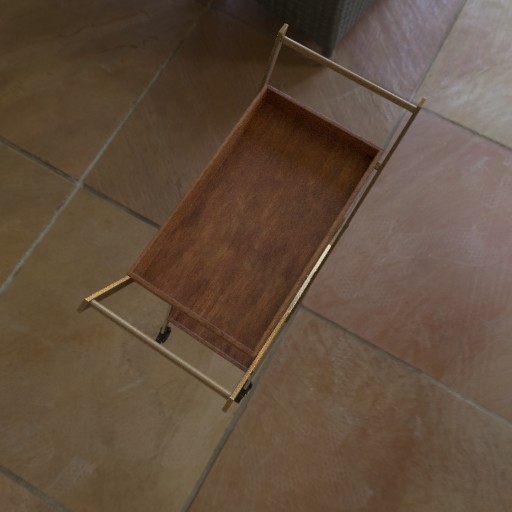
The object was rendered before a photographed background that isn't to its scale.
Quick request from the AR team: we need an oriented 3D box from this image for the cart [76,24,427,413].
[{"bbox_3d":[0.000,0.000,1.350,0.405,0.869,0.836,32,78,8],"label":"cart"}]
